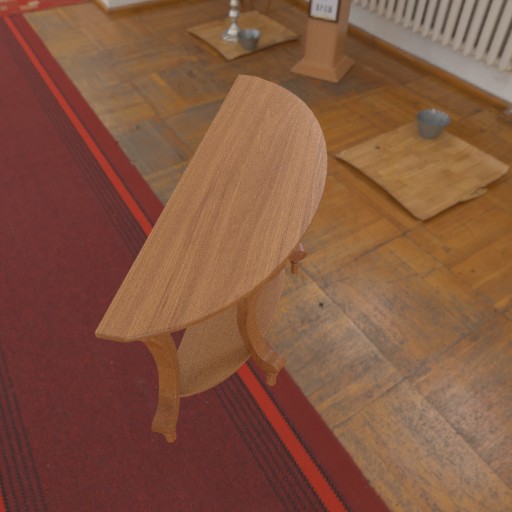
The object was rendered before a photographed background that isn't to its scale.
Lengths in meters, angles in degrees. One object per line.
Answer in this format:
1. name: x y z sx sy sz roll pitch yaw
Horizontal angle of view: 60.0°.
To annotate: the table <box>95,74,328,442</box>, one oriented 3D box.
1. table: 0.000 0.000 1.505 0.394 0.692 1.198 9 47 9
